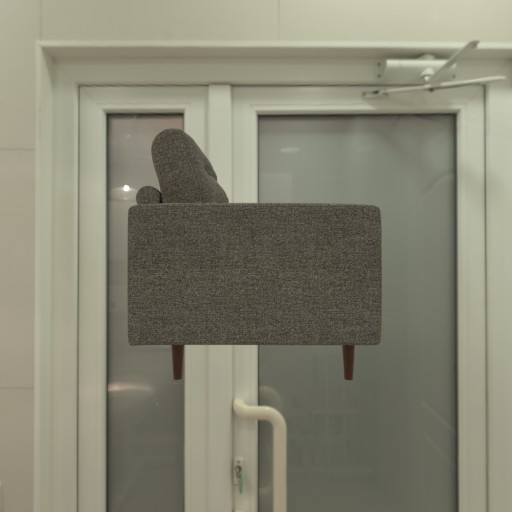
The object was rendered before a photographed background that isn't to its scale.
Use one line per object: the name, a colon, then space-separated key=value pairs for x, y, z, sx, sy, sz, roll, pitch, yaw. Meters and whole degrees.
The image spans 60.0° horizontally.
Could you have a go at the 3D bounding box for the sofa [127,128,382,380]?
sofa: x=0.000 y=0.000 z=2.343 sx=0.863 sy=0.902 sz=1.821 roll=0 pitch=-1 yaw=0
